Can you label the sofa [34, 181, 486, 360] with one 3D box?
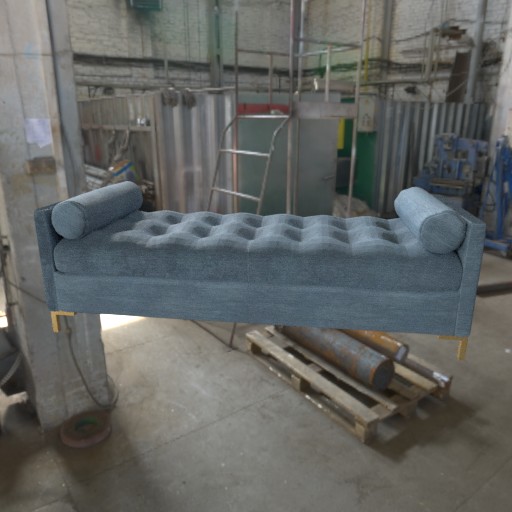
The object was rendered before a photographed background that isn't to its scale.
[{"bbox_3d":[0.000,0.000,2.441,2.102,0.705,0.796,2,17,8],"label":"sofa"}]
